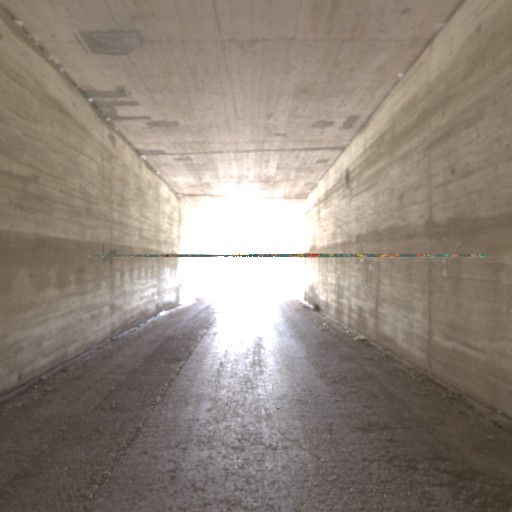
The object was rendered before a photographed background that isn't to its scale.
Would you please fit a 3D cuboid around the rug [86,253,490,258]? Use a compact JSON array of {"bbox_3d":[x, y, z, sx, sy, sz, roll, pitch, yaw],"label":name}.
[{"bbox_3d":[0.000,0.000,2.909,1.527,0.016,2.290,0,0,-37],"label":"rug"}]
